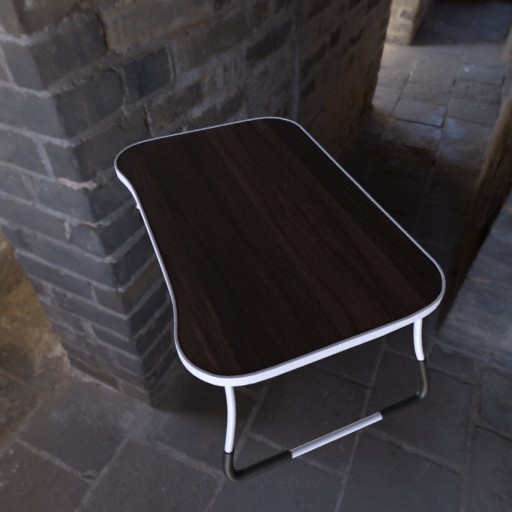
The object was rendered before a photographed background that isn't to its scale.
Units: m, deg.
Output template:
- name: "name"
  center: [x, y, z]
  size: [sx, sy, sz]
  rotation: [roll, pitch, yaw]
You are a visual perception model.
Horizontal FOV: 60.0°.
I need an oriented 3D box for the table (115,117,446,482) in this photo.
- name: "table"
  center: [0.000, 0.000, 0.839]
  size: [0.400, 0.232, 0.660]
  rotation: [-16, 47, -16]
